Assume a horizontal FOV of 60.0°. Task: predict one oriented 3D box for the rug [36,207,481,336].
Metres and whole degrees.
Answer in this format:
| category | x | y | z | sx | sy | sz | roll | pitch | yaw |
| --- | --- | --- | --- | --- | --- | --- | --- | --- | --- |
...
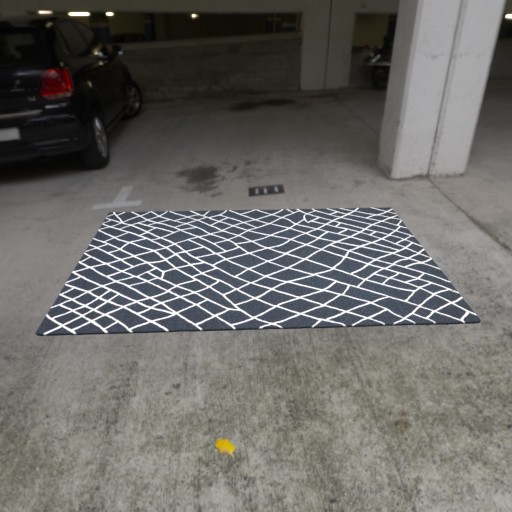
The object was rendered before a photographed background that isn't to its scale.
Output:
| category | x | y | z | sx | sy | sz | roll | pitch | yaw |
| --- | --- | --- | --- | --- | --- | --- | --- | --- | --- |
| rug | 0.000 | 0.000 | 2.337 | 1.830 | 0.013 | 1.223 | -1 | 29 | -2 |
